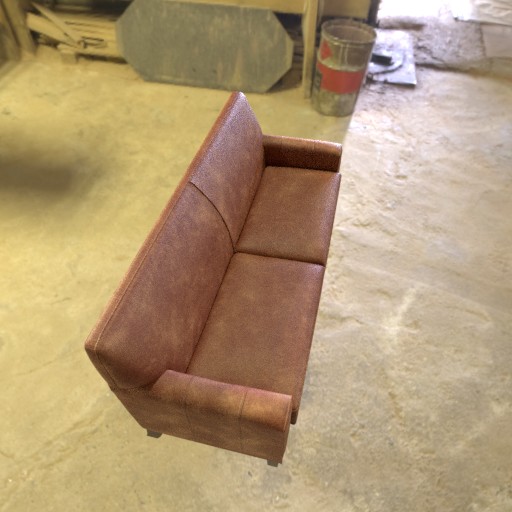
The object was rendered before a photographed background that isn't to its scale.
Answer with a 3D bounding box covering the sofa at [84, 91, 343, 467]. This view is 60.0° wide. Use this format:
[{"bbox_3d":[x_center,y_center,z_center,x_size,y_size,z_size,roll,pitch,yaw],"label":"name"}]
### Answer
[{"bbox_3d":[0.000,0.000,2.553,0.805,0.947,2.053,10,48,9],"label":"sofa"}]
